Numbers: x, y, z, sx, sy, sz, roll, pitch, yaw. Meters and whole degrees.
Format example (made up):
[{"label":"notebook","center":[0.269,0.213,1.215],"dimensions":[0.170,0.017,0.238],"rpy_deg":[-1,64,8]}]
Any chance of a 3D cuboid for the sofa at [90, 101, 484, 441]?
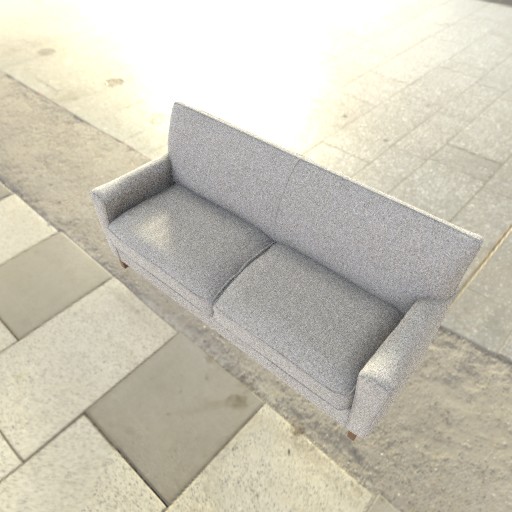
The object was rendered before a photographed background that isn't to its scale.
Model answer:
[{"label":"sofa","center":[0.000,0.000,2.526],"dimensions":[2.026,0.942,0.854],"rpy_deg":[31,54,26]}]
